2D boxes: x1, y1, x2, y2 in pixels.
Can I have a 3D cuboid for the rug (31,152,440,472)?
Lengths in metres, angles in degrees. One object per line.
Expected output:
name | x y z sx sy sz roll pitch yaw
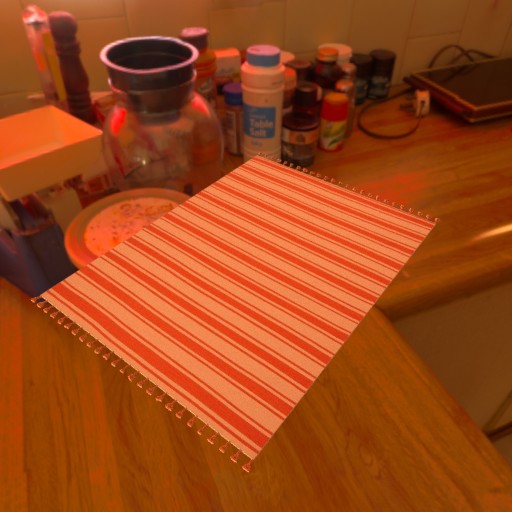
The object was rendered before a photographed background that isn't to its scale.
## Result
rug | 0.000 0.000 4.360 2.451 0.035 3.369 27 48 27
